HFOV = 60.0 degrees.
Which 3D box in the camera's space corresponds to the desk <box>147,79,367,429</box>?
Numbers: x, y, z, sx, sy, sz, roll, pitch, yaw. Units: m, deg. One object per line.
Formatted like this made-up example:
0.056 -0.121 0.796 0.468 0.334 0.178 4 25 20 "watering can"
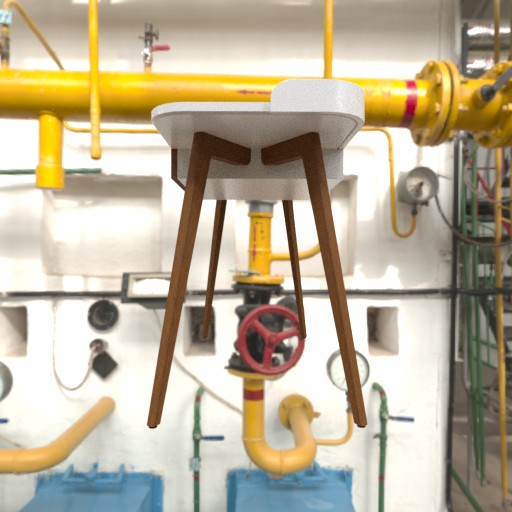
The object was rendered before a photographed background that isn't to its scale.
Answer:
0.000 0.000 1.612 0.534 0.807 1.206 0 0 -1 "desk"
